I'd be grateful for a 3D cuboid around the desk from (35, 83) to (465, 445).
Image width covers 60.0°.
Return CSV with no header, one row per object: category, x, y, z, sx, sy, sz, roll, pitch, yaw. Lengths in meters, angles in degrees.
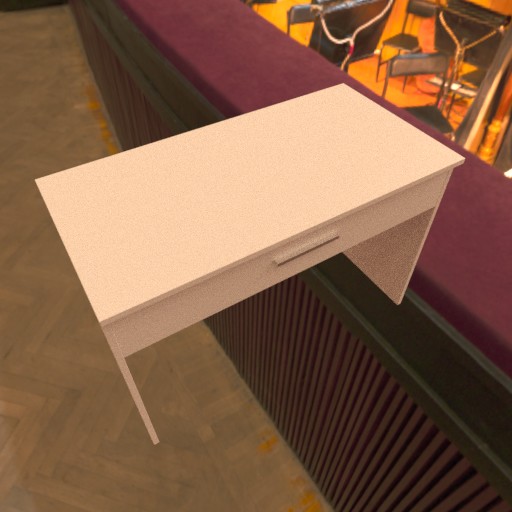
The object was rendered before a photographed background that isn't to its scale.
desk,0.000,0.000,1.532,1.100,0.730,0.560,-24,51,-21
